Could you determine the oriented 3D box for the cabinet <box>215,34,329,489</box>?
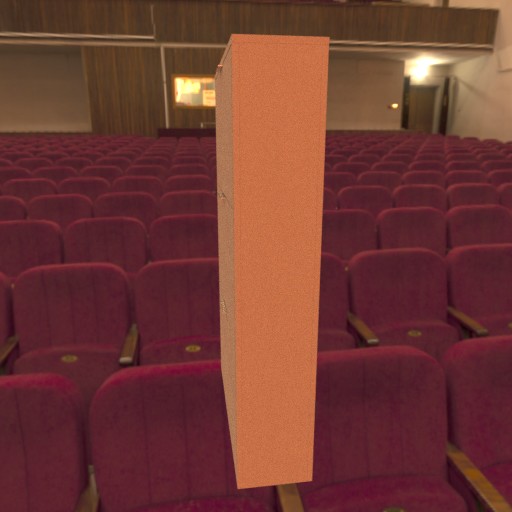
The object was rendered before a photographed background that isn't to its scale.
[{"bbox_3d":[0.000,0.000,1.573,0.250,1.280,0.750,-2,15,-8],"label":"cabinet"}]
